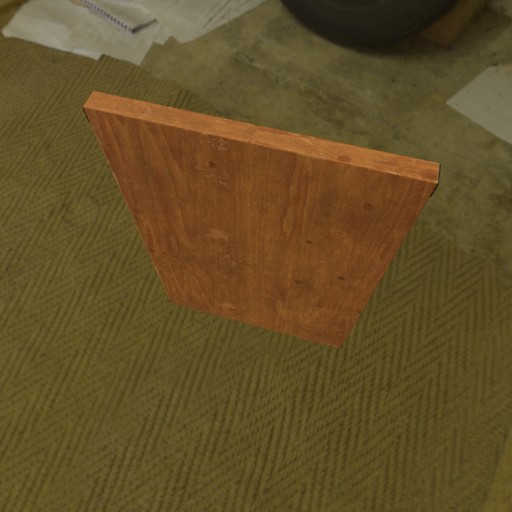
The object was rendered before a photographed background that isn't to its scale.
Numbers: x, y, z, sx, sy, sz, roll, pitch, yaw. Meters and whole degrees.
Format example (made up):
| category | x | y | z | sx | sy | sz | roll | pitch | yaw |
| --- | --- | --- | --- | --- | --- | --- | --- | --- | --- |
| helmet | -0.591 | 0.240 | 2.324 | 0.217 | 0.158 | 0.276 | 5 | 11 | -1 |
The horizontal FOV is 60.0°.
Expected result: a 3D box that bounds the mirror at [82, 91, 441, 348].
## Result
| category | x | y | z | sx | sy | sz | roll | pitch | yaw |
| --- | --- | --- | --- | --- | --- | --- | --- | --- | --- |
| mirror | 0.000 | 0.000 | 0.962 | 0.517 | 0.761 | 0.053 | 14 | 63 | 7 |
